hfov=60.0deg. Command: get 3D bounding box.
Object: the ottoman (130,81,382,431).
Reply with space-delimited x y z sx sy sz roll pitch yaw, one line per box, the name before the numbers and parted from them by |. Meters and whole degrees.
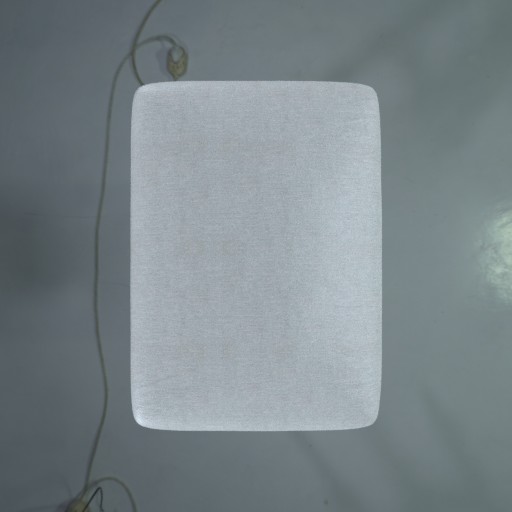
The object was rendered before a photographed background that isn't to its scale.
ottoman | 0.000 0.000 1.054 0.528 0.404 0.735 0 90 0
